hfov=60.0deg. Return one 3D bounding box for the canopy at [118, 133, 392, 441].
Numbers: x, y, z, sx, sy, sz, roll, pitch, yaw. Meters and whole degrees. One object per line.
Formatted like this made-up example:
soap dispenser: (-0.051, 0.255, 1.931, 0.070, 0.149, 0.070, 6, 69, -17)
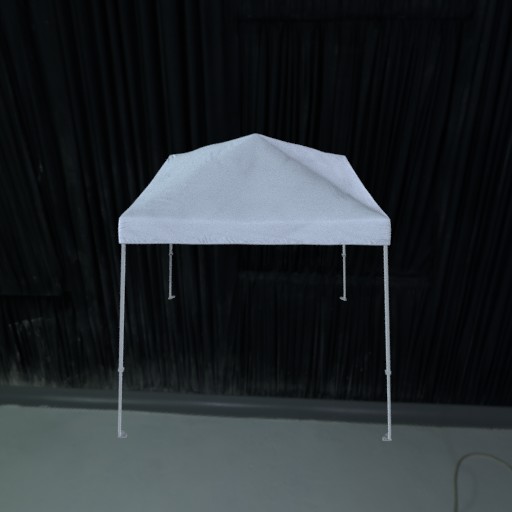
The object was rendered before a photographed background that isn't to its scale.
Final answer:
canopy: (0.000, 0.000, 6.655, 3.599, 3.600, 3.600, 0, 26, 1)
